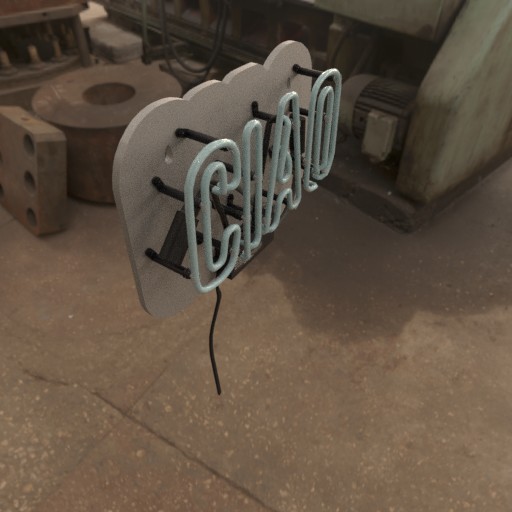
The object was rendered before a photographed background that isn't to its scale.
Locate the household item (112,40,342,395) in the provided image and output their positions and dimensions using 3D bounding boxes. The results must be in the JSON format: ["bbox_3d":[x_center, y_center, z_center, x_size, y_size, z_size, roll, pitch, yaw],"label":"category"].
[{"bbox_3d":[0.000,0.000,0.367,0.042,0.294,0.211,24,46,25],"label":"household item"}]
